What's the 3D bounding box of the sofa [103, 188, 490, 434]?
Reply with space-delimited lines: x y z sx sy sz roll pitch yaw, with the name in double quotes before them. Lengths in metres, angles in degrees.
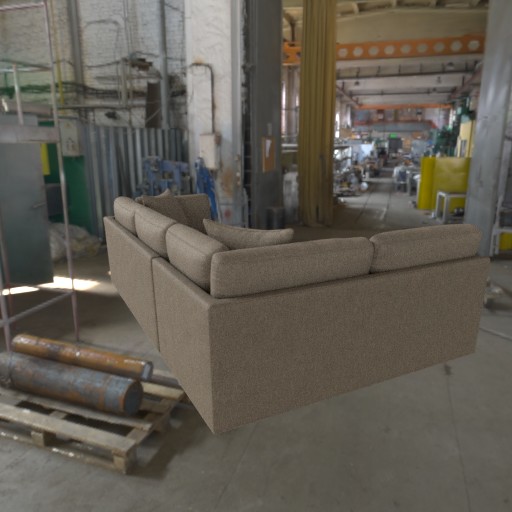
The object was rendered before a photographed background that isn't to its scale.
"sofa" 0.000 0.000 3.742 1.994 0.978 2.896 -7 16 -26
